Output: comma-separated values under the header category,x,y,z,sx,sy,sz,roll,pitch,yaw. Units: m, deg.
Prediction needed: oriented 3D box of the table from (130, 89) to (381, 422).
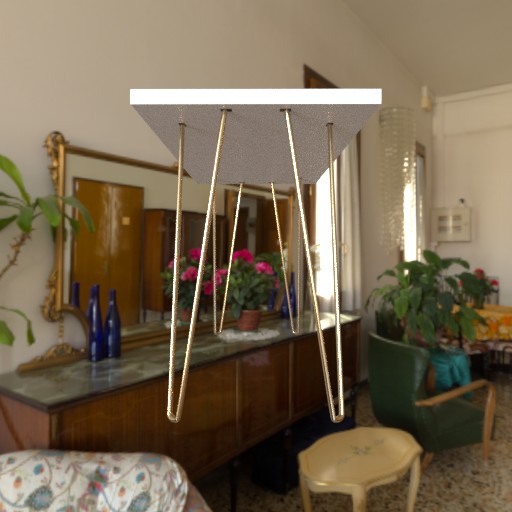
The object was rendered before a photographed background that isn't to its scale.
category,x,y,z,sx,sy,sz,roll,pitch,yaw
table,0.000,0.000,1.368,0.498,0.660,0.991,0,0,0
